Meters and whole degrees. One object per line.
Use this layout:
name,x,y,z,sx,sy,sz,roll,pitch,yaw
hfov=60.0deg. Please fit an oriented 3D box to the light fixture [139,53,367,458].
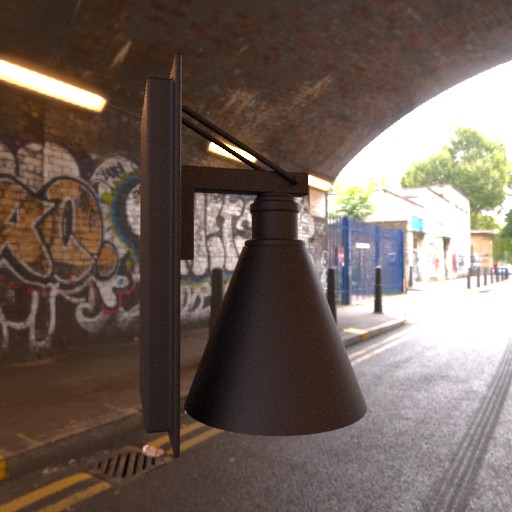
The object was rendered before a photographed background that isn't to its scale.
light fixture,0.000,0.000,0.418,0.207,0.298,0.170,0,-1,-17
